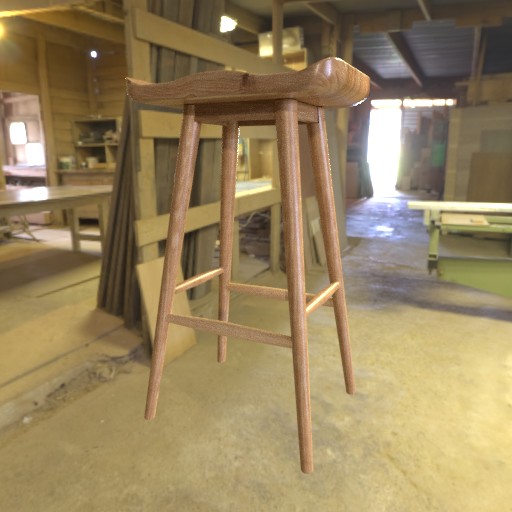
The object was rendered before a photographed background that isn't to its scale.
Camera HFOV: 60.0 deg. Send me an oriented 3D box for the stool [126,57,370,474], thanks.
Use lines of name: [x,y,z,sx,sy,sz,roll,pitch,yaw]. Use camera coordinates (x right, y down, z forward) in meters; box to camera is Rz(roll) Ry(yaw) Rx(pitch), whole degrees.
stool: [0.000,0.000,0.934,0.407,0.698,0.322,7,15,26]
